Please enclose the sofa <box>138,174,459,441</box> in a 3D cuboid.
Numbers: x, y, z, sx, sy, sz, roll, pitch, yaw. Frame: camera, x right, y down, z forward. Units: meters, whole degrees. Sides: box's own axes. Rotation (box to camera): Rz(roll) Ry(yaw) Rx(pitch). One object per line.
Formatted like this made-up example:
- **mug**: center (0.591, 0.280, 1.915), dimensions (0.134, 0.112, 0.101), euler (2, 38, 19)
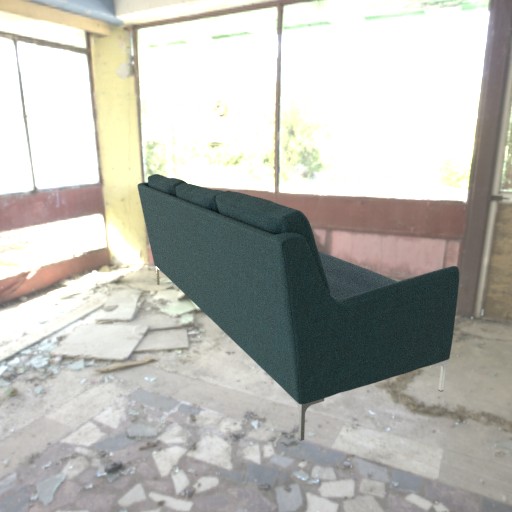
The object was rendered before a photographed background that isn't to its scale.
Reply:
- **sofa**: center (0.000, 0.000, 2.506), dimensions (0.849, 0.837, 2.060), euler (-7, 16, -26)
